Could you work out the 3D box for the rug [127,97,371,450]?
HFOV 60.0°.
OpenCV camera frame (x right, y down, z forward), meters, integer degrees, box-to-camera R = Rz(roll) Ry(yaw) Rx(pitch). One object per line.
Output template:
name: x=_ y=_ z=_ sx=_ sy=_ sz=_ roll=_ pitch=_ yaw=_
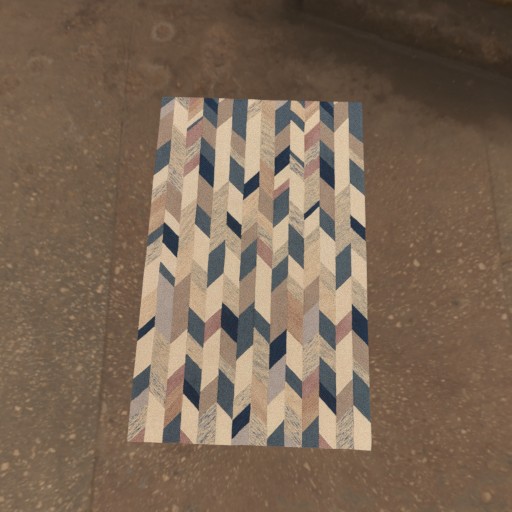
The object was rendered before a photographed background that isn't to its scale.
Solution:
rug: x=0.000 y=0.000 z=3.031 sx=1.513 sy=0.008 sz=2.423 roll=2 pitch=76 yaw=0
